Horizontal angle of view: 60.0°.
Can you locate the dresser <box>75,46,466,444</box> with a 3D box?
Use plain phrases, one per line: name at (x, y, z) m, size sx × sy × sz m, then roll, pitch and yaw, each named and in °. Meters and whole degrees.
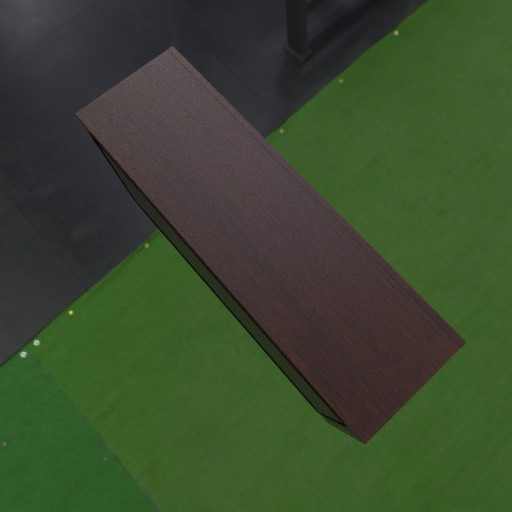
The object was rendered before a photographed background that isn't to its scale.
dresser at (0.000, 0.000, 2.093) m, size 0.499 × 0.971 × 1.609 m, roll -40°, pitch 78°, yaw -10°
